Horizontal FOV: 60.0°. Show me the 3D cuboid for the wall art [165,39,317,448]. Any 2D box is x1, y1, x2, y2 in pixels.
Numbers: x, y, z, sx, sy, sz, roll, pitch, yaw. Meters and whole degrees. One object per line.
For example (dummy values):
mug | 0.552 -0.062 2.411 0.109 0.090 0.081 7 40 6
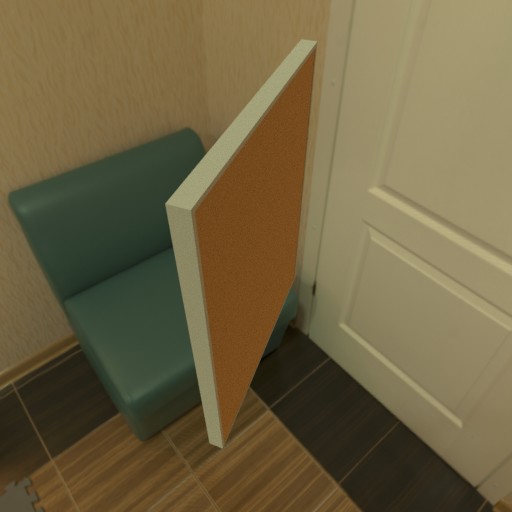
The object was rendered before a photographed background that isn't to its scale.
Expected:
wall art | 0.000 0.000 1.038 0.055 0.763 0.611 15 47 14
